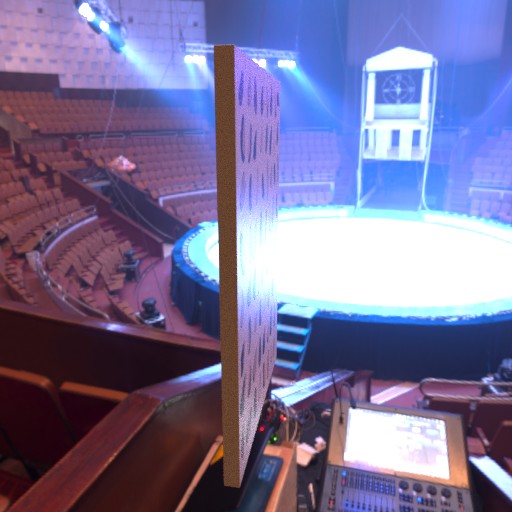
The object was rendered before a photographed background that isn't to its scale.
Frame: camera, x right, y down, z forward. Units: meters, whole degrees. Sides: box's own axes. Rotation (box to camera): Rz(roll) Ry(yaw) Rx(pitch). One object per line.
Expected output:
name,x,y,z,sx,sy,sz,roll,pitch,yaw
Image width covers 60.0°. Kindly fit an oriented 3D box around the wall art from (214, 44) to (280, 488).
wall art,0.000,0.000,1.165,0.037,0.916,0.610,3,16,10
